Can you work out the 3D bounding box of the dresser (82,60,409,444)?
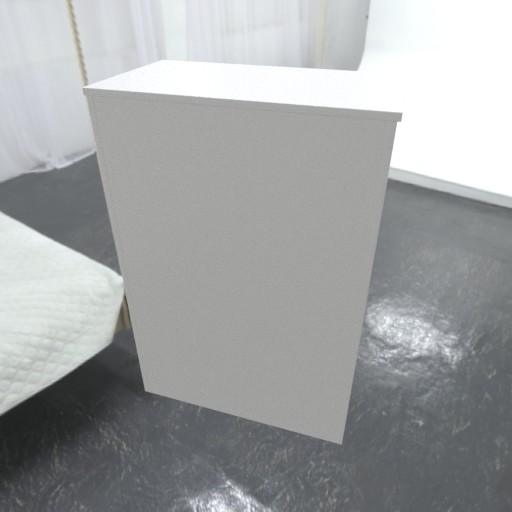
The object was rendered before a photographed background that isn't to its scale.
[{"bbox_3d":[0.000,0.000,1.355,0.704,1.021,0.401,10,34,15],"label":"dresser"}]
